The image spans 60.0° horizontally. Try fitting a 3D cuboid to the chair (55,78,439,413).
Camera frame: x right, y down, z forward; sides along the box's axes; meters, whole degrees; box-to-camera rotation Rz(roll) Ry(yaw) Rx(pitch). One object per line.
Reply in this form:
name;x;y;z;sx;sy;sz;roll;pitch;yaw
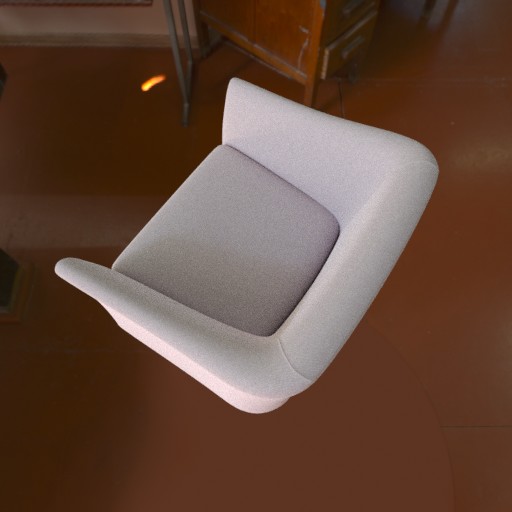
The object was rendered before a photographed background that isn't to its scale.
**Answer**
chair;0.000;0.000;1.340;0.700;0.720;0.790;31;69;14
